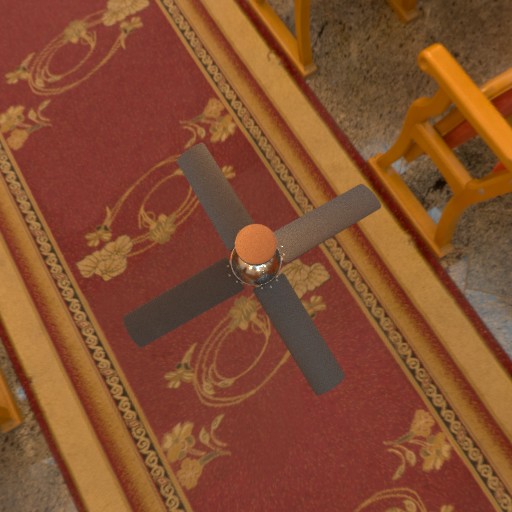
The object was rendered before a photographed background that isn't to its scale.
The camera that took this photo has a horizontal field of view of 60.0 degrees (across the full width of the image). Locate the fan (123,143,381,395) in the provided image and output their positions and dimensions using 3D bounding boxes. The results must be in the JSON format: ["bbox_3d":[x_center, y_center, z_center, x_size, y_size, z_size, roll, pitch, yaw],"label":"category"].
[{"bbox_3d":[0.000,0.000,1.987,1.332,0.403,1.332,-30,78,-7],"label":"fan"}]
